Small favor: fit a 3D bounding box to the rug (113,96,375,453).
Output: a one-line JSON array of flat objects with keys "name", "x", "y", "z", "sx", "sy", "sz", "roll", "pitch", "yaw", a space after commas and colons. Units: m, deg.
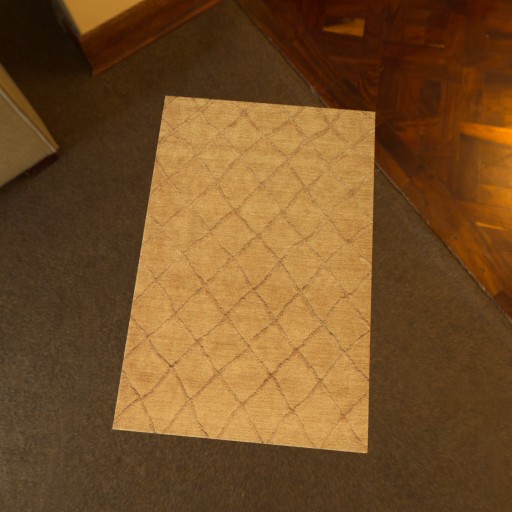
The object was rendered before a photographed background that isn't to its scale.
[{"name": "rug", "x": 0.000, "y": 0.000, "z": 2.934, "sx": 1.528, "sy": 0.014, "sz": 2.292, "roll": 5, "pitch": 75, "yaw": 1}]
